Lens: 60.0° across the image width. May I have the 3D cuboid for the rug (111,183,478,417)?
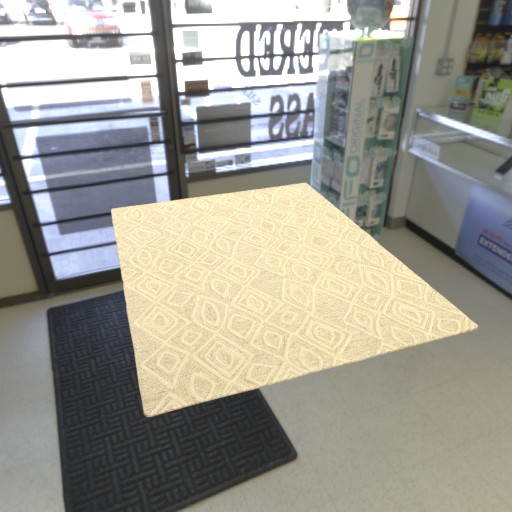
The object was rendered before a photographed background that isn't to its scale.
[{"bbox_3d":[0.000,0.000,4.160,2.449,0.025,3.049,-10,32,-16],"label":"rug"}]
